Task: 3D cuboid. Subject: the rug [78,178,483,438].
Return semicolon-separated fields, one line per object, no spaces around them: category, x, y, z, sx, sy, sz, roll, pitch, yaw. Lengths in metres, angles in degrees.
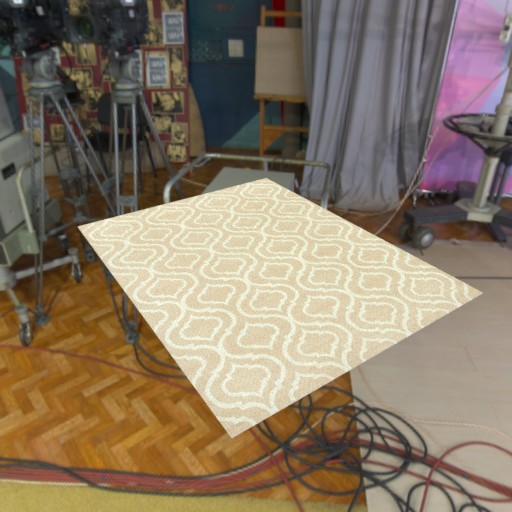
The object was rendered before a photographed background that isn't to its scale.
rug;0.000;0.000;3.904;2.286;0.013;2.894;-20;37;-29
